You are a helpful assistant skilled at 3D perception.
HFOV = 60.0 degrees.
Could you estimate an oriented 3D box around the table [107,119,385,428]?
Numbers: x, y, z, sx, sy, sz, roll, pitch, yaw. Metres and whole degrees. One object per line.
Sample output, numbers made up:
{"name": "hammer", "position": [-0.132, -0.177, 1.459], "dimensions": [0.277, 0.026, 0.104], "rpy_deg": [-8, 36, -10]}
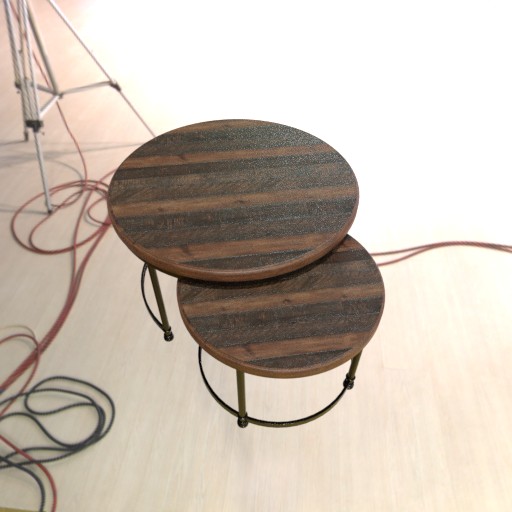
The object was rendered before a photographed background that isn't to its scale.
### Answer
{"name": "table", "position": [0.000, 0.000, 1.651], "dimensions": [0.870, 0.516, 1.152], "rpy_deg": [-25, 51, -22]}
